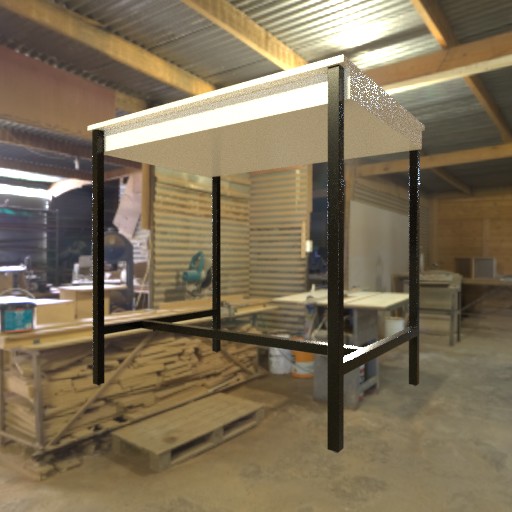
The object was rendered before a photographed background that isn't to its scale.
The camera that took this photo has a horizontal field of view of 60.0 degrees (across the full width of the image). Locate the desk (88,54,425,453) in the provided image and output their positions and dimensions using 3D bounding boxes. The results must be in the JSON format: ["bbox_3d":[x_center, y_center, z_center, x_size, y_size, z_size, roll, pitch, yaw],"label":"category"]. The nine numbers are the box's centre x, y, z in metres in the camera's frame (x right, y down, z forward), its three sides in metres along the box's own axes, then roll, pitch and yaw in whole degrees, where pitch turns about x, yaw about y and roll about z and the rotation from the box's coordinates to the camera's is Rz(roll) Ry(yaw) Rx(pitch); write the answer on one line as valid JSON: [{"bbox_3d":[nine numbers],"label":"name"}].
[{"bbox_3d":[0.000,0.000,1.308,0.811,0.766,0.573,0,0,35],"label":"desk"}]
